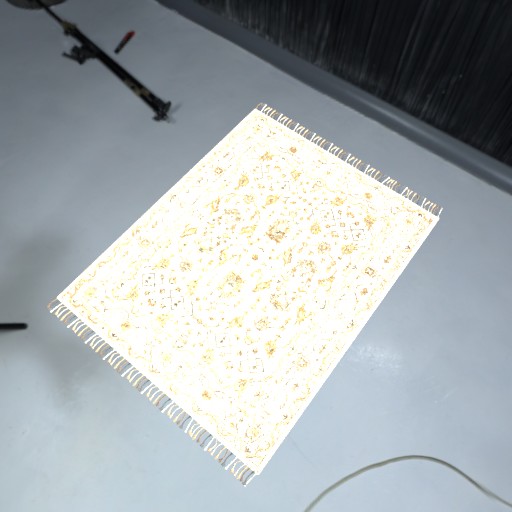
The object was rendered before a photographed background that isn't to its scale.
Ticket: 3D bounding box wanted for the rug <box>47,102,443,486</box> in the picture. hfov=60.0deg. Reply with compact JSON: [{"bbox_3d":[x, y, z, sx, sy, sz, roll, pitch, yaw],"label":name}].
[{"bbox_3d":[0.000,0.000,2.300,1.278,0.009,1.726,35,69,16],"label":"rug"}]
